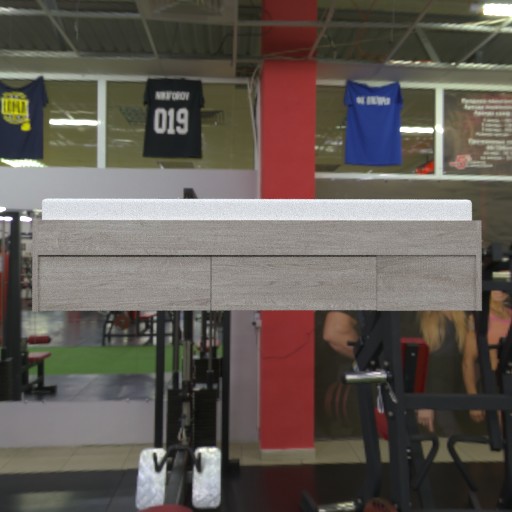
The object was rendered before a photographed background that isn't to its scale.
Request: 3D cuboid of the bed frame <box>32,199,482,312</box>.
[{"bbox_3d":[0.000,0.000,2.642,1.944,0.490,1.448,0,-1,-1],"label":"bed frame"}]
